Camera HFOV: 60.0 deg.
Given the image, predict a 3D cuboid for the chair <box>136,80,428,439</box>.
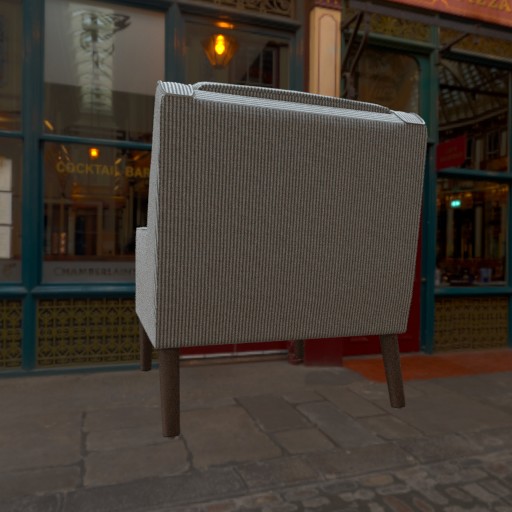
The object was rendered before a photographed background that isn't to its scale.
[{"bbox_3d":[0.000,0.000,1.327,0.663,0.792,0.743,0,-1,-19],"label":"chair"}]
